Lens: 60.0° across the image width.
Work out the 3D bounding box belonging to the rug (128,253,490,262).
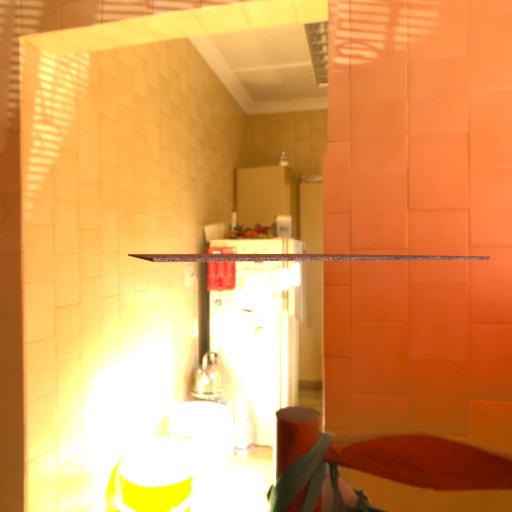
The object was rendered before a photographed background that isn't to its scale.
[{"bbox_3d":[0.000,0.000,2.296,1.208,0.012,1.819,0,1,-18],"label":"rug"}]
